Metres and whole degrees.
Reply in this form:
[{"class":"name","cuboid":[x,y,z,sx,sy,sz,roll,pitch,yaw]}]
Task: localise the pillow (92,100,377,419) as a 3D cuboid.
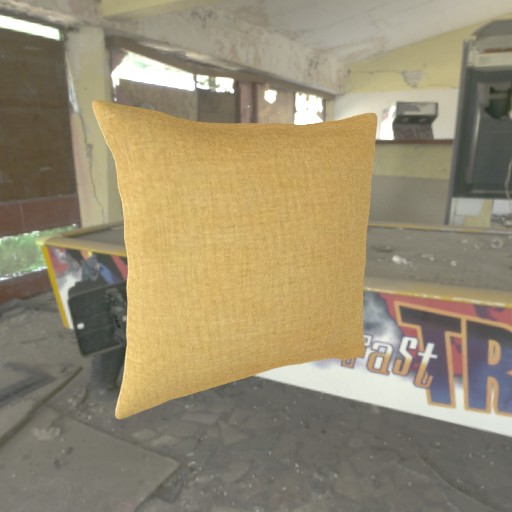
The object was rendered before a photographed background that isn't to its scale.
[{"class":"pillow","cuboid":[0.000,0.000,0.637,0.419,0.407,0.173,-7,15,-25]}]
